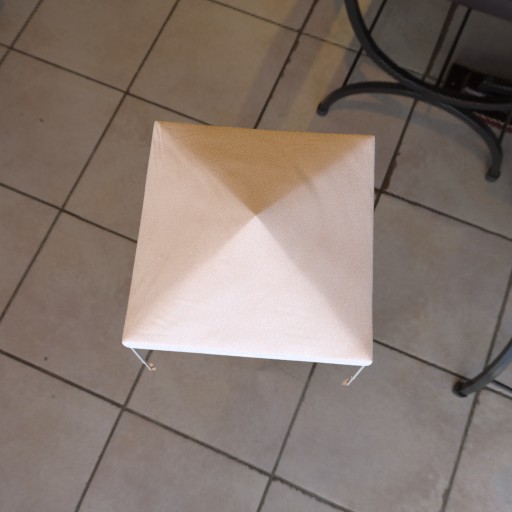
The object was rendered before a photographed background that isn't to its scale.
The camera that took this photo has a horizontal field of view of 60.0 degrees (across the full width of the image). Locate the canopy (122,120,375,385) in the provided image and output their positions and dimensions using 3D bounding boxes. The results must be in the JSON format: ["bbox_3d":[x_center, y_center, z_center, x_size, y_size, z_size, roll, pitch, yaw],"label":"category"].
[{"bbox_3d":[0.000,0.000,5.291,2.848,2.849,2.849,4,76,1],"label":"canopy"}]
